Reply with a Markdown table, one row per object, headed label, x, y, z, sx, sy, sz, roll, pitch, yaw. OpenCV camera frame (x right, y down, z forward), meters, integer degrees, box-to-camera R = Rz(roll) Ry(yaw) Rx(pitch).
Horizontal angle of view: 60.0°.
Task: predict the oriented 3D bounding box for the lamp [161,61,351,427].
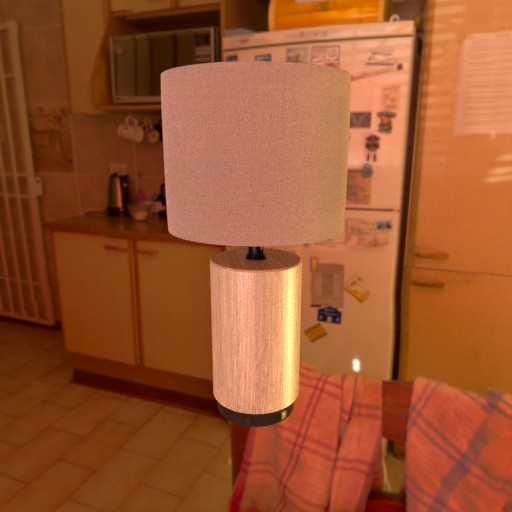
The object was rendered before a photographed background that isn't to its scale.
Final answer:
| label | x | y | z | sx | sy | sz | roll | pitch | yaw |
| --- | --- | --- | --- | --- | --- | --- | --- | --- | --- |
| lamp | 0.000 | 0.000 | 0.591 | 0.228 | 0.444 | 0.228 | -2 | 14 | -8 |
